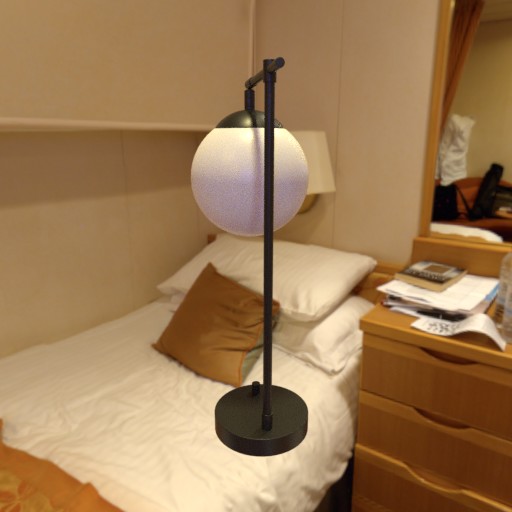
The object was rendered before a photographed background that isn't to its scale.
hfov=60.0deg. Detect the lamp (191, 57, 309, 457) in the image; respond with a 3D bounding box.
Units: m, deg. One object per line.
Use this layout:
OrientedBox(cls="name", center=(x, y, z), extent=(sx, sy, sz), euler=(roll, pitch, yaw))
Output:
OrientedBox(cls="lamp", center=(0.000, 0.000, 0.721), extent=(0.197, 0.559, 0.316), euler=(-3, 15, -10))
